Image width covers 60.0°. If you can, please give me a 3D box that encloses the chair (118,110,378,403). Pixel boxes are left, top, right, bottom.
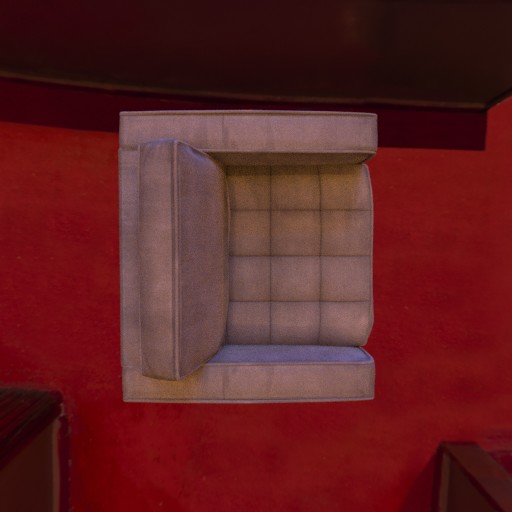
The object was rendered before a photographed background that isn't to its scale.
[{"bbox_3d":[0.000,0.000,1.538,0.843,0.773,0.928,0,92,-1],"label":"chair"}]
